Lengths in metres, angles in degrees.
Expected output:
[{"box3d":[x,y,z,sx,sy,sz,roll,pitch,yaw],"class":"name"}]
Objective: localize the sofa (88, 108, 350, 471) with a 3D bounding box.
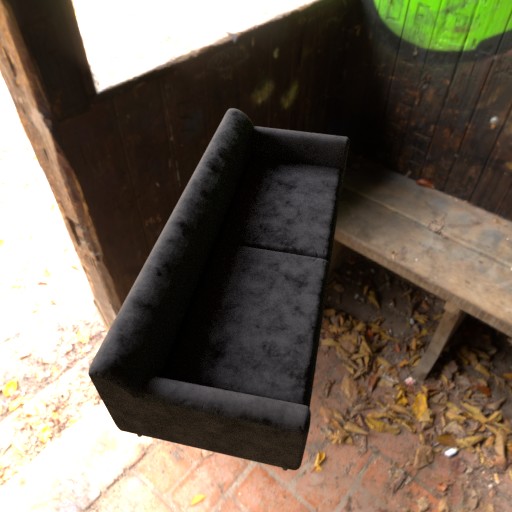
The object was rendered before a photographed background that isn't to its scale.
[{"box3d":[0.000,0.000,2.661,0.900,0.740,2.190,9,47,9],"class":"sofa"}]
